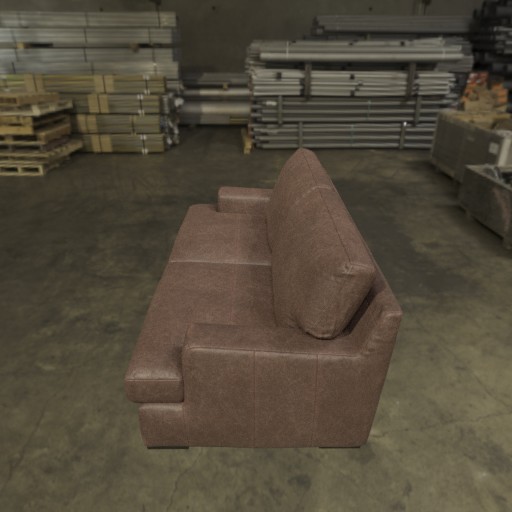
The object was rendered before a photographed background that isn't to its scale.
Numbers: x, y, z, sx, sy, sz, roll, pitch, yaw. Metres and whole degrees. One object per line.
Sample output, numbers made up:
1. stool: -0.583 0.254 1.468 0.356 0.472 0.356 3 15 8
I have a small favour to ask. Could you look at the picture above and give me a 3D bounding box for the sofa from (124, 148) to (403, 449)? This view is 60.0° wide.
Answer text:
1. sofa: 0.000 0.000 2.799 1.143 0.941 2.261 0 26 0
